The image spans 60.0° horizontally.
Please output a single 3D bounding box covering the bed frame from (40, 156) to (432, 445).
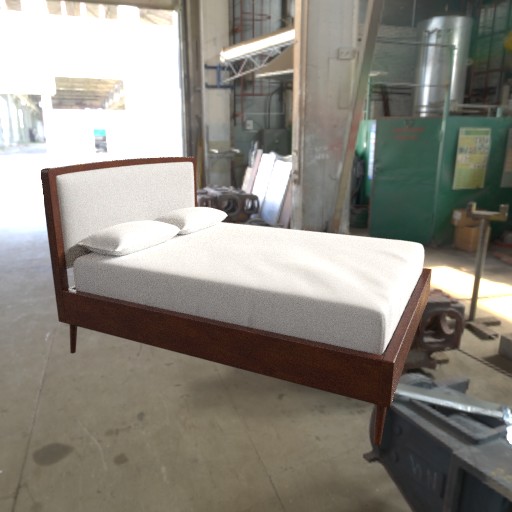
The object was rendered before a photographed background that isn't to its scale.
[{"bbox_3d":[0.000,0.000,3.082,2.171,1.279,1.587,8,17,26],"label":"bed frame"}]
